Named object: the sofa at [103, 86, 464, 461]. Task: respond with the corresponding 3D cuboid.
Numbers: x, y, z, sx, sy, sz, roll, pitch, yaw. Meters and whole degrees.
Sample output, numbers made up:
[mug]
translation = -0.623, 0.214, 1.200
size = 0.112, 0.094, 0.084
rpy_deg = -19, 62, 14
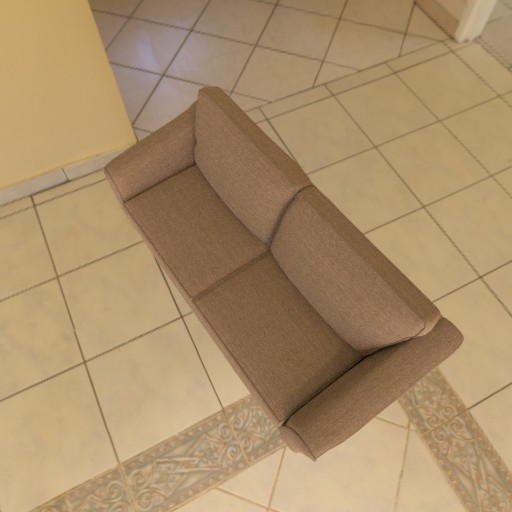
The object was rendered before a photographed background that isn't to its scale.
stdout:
[sofa]
translation = 0.000, 0.000, 2.750
size = 0.980, 0.965, 2.270
rpy_deg = -33, 67, -16
